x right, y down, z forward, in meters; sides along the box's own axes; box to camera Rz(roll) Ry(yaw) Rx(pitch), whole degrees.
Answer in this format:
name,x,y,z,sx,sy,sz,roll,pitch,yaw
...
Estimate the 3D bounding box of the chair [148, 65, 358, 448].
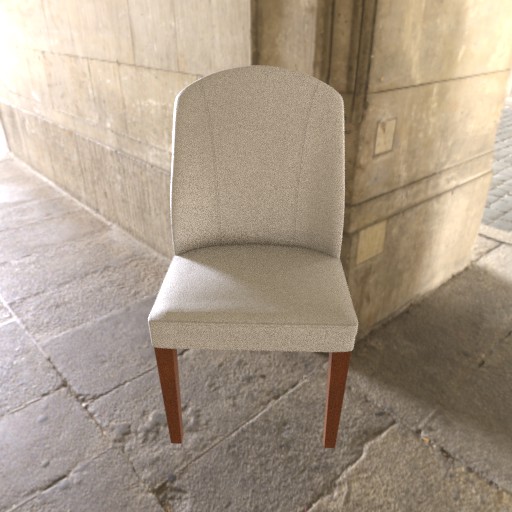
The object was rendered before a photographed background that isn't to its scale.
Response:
name,x,y,z,sx,sy,sz,roll,pitch,yaw
chair,0.000,0.000,1.186,0.472,0.893,0.540,1,29,2
